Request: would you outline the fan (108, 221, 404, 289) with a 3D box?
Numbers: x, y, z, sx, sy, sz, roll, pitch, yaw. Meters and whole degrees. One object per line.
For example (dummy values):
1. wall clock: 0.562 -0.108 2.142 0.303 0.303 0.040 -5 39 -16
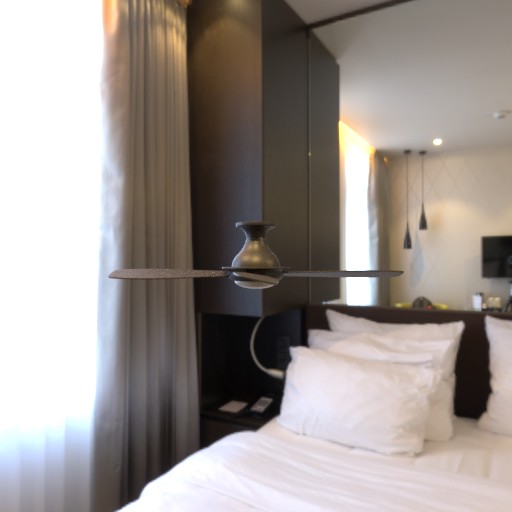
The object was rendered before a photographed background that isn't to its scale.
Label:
1. fan: 0.000 0.000 2.579 1.694 0.382 1.694 0 -1 0
